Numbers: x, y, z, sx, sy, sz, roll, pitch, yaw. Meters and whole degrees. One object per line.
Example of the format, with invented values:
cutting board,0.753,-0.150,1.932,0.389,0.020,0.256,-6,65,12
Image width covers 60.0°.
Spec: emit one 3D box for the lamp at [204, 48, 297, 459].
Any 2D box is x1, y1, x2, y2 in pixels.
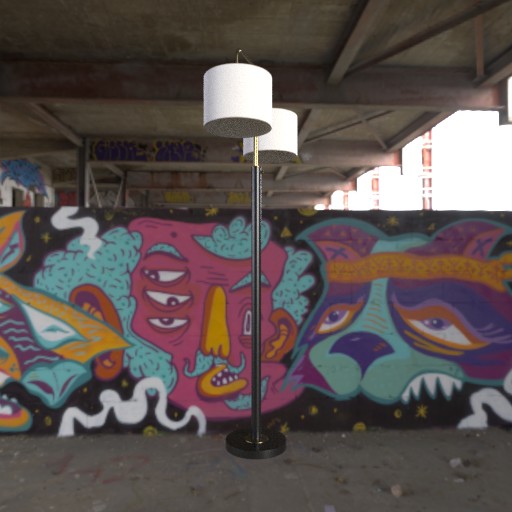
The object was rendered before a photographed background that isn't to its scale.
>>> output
lamp,0.000,0.000,1.865,0.254,1.587,0.711,0,-1,17
